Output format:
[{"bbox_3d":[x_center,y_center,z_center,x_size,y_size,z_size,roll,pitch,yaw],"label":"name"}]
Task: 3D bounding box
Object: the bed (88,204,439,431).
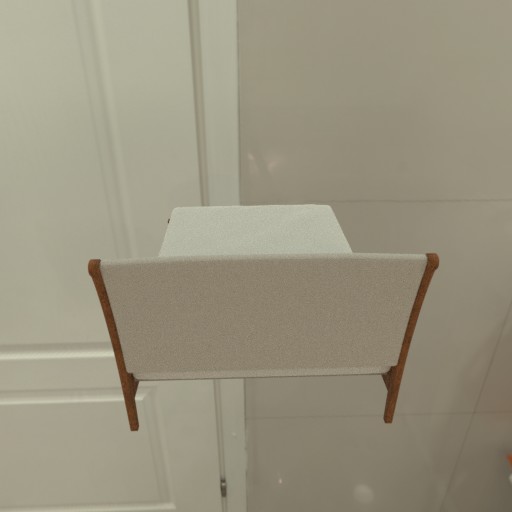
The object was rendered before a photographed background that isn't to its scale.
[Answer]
[{"bbox_3d":[0.000,0.000,3.009,1.502,1.135,2.108,-1,29,-2],"label":"bed"}]
